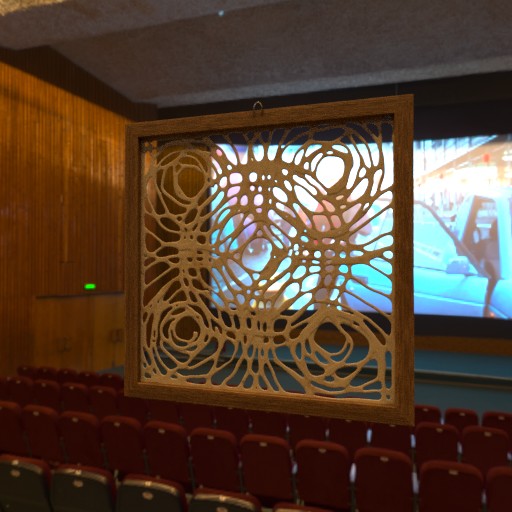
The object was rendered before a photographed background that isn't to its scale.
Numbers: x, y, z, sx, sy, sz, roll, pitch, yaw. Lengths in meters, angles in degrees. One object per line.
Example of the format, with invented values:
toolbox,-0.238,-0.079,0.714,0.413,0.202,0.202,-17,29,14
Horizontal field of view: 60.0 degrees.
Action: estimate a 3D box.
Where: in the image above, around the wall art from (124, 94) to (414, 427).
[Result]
wall art,0.000,0.000,0.836,0.561,0.576,0.021,0,-1,17
